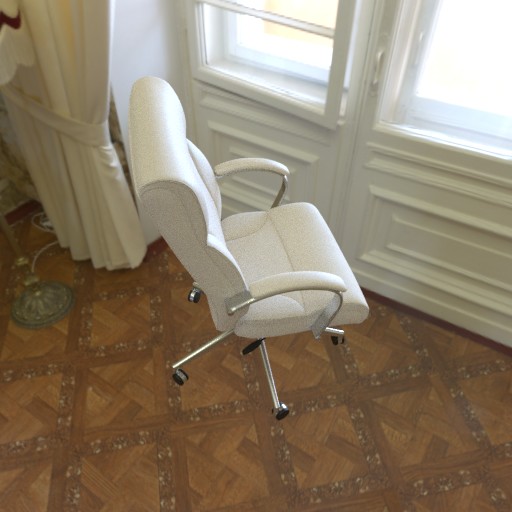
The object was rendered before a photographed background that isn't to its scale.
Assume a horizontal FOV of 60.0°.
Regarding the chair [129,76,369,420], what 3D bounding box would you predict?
[{"bbox_3d":[0.000,0.000,1.564,0.745,1.099,0.727,-9,46,-9],"label":"chair"}]
